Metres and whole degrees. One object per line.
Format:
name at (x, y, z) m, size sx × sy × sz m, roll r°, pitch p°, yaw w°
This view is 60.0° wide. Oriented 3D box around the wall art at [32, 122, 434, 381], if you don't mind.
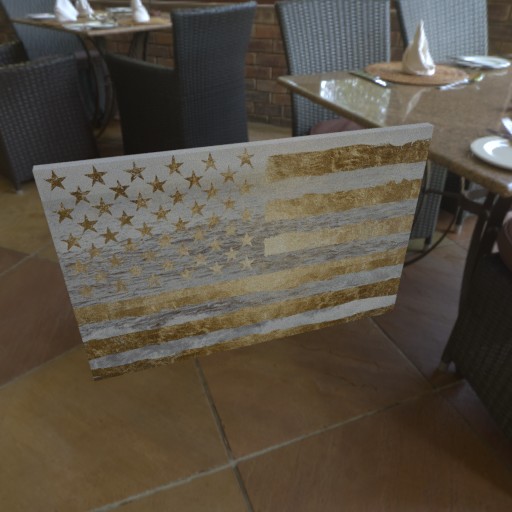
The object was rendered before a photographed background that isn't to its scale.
wall art at (0.000, 0.000, 1.169) m, size 0.932 × 0.610 × 0.027 m, roll -10°, pitch 35°, yaw -15°
